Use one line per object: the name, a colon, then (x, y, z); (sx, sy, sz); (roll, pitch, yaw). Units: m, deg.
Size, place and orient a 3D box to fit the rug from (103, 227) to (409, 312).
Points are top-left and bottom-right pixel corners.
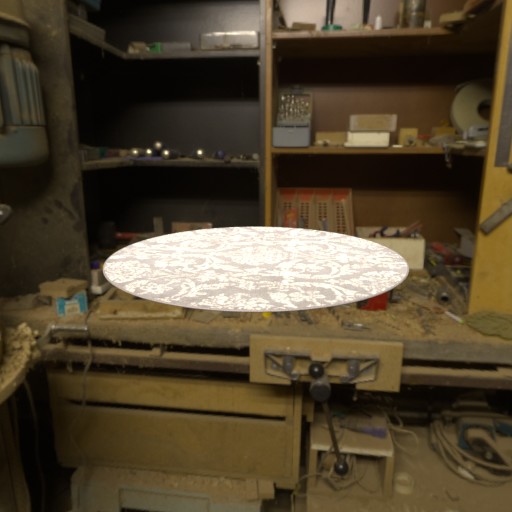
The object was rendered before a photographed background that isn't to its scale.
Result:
rug: (0.000, 0.000, 2.429); (1.593, 0.012, 1.593); (0, 15, 0)
